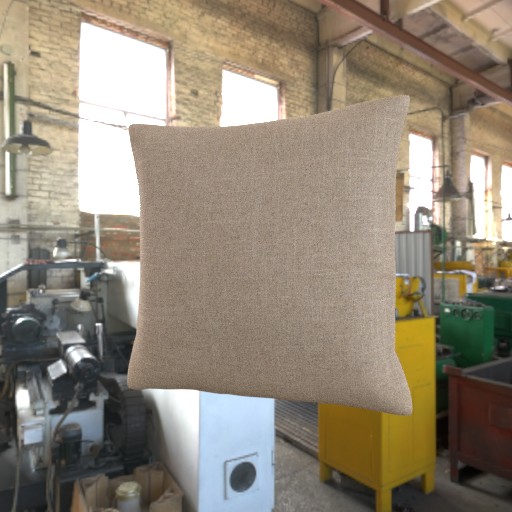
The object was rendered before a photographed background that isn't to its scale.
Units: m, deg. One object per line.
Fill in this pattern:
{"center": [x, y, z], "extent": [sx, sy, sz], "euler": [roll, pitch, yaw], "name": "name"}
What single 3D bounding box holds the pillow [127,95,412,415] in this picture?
{"center": [0.000, 0.000, 0.768], "extent": [0.511, 0.503, 0.182], "euler": [0, 0, 17], "name": "pillow"}
